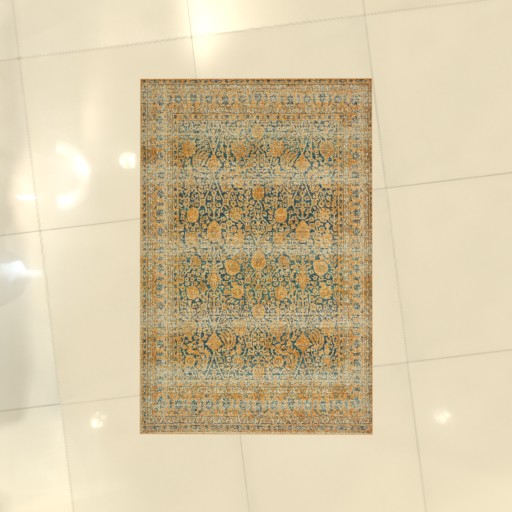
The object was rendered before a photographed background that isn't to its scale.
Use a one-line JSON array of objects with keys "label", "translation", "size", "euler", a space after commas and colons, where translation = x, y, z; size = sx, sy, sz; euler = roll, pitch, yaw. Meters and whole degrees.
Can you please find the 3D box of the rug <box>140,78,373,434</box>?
[{"label": "rug", "translation": [0.000, 0.000, 2.911], "size": [1.525, 0.007, 2.336], "euler": [0, 90, 0]}]
